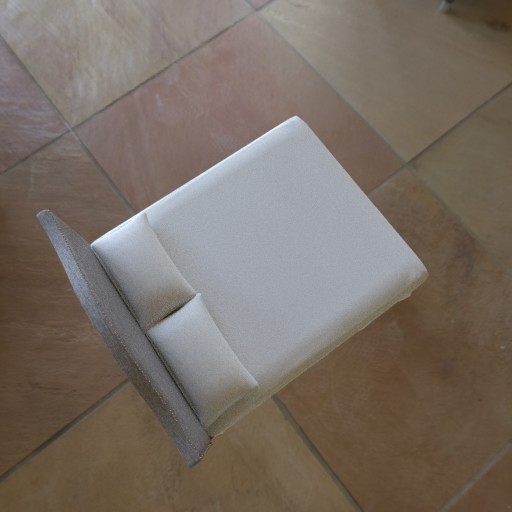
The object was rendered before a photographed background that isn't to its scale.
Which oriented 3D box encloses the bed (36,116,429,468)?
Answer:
[{"bbox_3d":[0.000,0.000,2.867,1.870,1.295,1.610,-34,77,-9],"label":"bed"}]
